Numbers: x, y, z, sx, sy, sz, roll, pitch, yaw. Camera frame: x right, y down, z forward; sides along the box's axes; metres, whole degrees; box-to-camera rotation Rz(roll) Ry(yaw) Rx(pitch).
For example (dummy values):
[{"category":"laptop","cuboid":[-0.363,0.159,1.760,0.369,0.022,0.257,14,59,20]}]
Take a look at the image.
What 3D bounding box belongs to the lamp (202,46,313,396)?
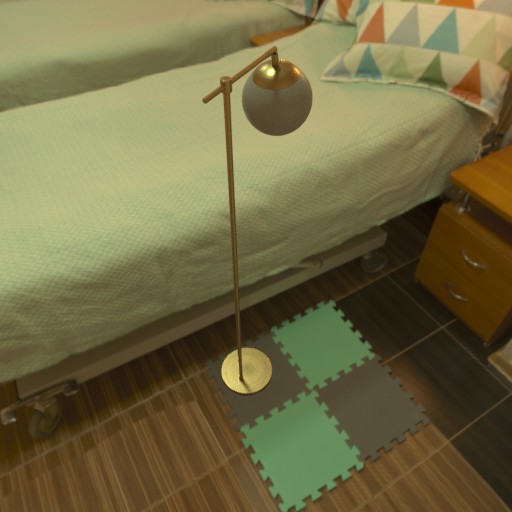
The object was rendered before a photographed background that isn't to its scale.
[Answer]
[{"category":"lamp","cuboid":[0.000,0.000,1.699,0.249,1.505,0.476,23,51,20]}]
